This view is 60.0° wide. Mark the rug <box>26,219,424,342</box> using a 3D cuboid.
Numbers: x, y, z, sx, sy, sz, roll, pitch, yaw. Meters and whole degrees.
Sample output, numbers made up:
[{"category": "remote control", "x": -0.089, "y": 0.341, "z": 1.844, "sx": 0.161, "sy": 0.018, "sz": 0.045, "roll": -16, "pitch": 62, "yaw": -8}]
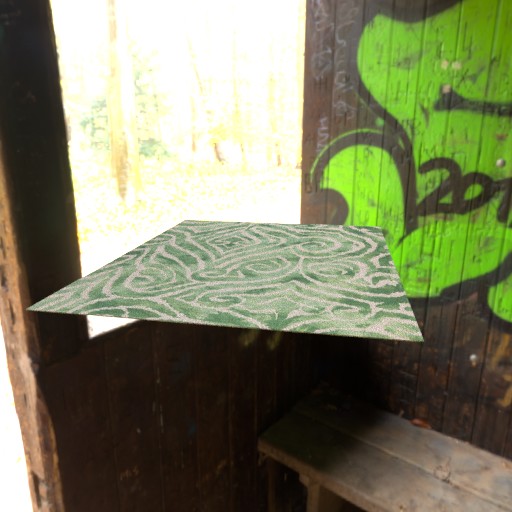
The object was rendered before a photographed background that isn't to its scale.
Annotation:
[{"category": "rug", "x": 0.000, "y": 0.000, "z": 4.066, "sx": 2.436, "sy": 0.007, "sz": 3.045, "roll": 3, "pitch": 16, "yaw": 10}]
